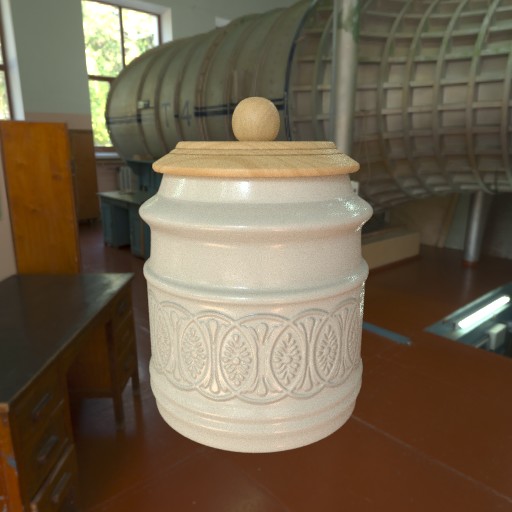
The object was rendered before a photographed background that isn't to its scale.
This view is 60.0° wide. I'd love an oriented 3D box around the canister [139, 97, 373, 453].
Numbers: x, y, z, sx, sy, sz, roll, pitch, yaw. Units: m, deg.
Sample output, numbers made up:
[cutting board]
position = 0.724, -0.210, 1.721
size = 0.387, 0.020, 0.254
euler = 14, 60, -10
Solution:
[canister]
position = 0.000, 0.000, 0.261
size = 0.130, 0.176, 0.130
euler = 0, 14, 0
